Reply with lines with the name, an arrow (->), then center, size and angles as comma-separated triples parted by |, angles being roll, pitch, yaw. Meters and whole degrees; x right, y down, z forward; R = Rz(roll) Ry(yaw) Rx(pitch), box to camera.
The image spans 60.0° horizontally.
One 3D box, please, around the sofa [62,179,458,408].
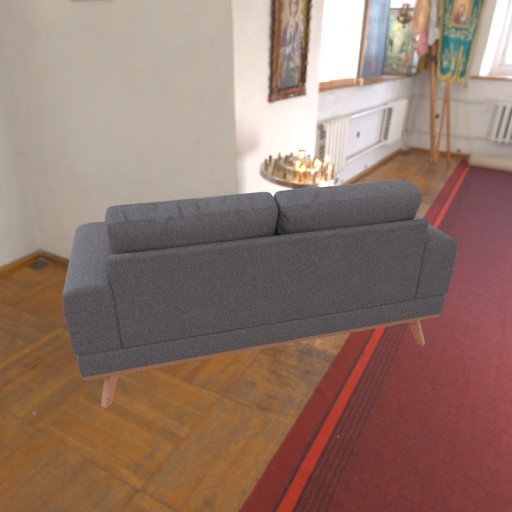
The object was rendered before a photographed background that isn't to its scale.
sofa -> 0.000, 0.000, 2.124 | 1.650, 0.810, 0.785 | -7, 28, -14
